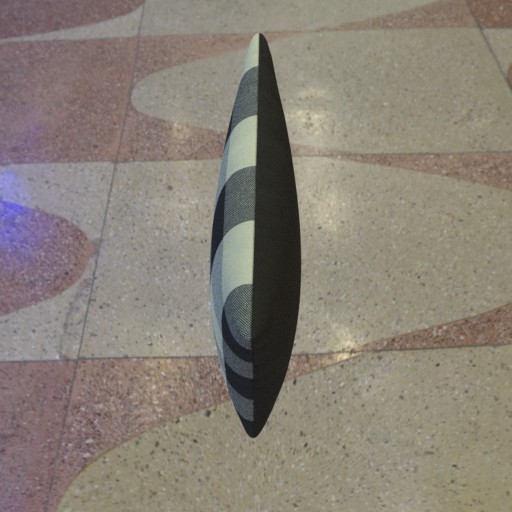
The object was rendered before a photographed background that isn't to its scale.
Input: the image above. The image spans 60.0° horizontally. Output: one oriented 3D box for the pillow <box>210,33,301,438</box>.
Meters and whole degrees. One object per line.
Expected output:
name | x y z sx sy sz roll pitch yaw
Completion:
pillow | 0.000 0.000 0.772 0.161 0.509 0.511 1 58 1
